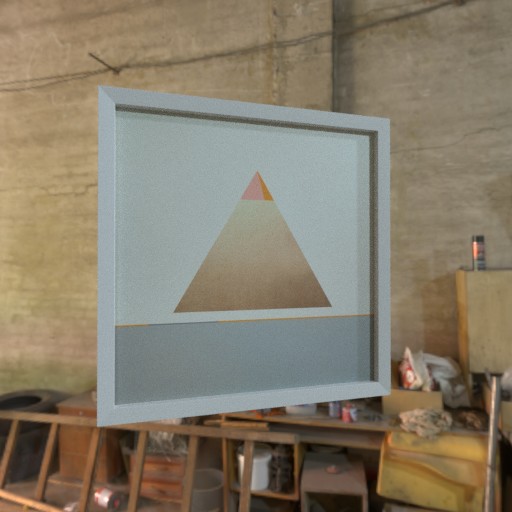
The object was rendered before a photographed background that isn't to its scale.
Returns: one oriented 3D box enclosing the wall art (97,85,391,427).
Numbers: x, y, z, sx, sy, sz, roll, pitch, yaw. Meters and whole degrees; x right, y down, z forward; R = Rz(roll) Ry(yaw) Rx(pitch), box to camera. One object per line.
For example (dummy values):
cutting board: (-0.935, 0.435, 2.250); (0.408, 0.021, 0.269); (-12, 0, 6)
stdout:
wall art: (0.000, 0.000, 1.920); (1.289, 1.291, 0.098); (0, -1, -18)
